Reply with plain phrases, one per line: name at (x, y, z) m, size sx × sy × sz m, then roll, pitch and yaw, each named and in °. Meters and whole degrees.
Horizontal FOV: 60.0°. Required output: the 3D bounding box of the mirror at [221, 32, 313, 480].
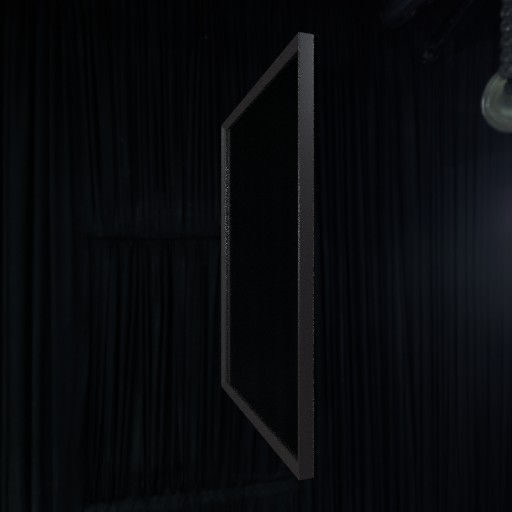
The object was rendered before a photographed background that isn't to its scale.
mirror at (0.000, 0.000, 1.373) m, size 0.041 × 1.016 × 0.762 m, roll 0°, pitch 0°, yaw -18°
